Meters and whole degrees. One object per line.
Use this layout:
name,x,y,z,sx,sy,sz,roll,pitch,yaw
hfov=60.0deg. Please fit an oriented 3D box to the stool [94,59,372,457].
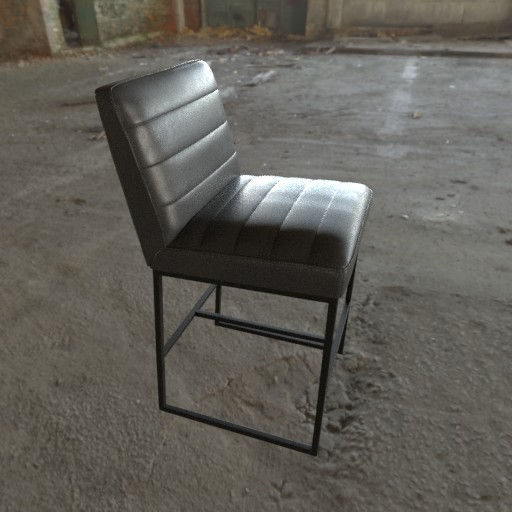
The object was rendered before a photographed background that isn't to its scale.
stool,0.000,0.000,1.219,0.552,0.938,0.457,10,32,16
